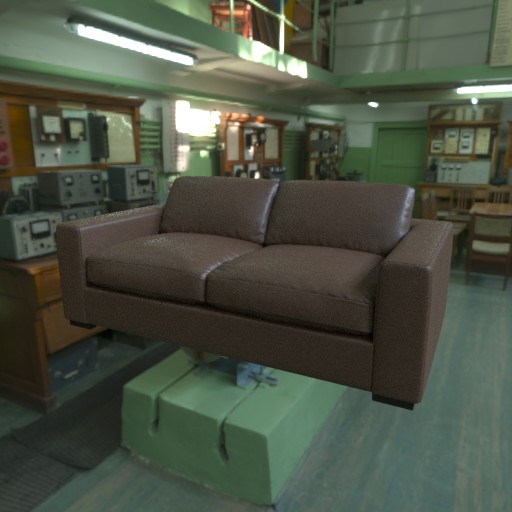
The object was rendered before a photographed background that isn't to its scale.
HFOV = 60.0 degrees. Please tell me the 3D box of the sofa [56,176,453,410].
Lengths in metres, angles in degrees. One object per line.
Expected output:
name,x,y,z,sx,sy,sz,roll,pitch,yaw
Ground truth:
sofa,0.000,0.000,2.438,1.920,0.800,1.070,7,16,26
